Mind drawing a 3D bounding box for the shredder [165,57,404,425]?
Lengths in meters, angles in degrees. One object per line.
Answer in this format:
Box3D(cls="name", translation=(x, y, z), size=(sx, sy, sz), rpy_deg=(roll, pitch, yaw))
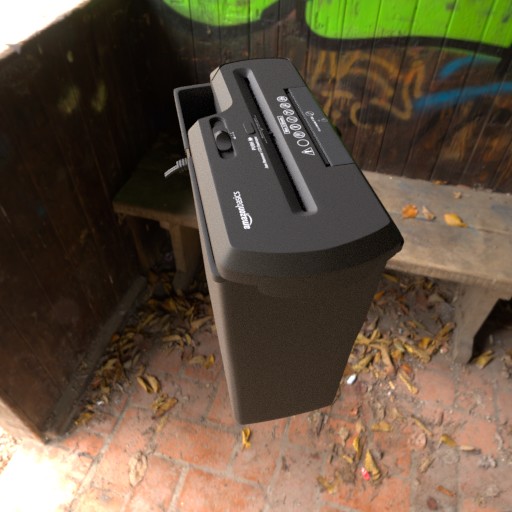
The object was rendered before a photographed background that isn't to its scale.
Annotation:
Box3D(cls="shredder", translation=(0.000, 0.000, 0.510), size=(0.170, 0.335, 0.320), rpy_deg=(-9, 48, -9))
